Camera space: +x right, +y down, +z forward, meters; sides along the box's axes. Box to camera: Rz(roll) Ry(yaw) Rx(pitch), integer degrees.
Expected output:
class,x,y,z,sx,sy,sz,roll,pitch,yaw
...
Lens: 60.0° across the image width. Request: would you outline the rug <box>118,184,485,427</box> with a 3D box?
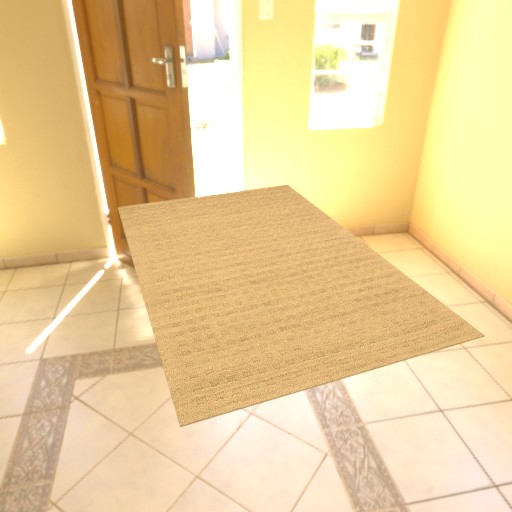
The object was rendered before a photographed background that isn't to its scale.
class,x,y,z,sx,sy,sz,roll,pitch,yaw
rug,0.000,0.000,2.178,1.142,0.006,1.752,-10,31,-18
